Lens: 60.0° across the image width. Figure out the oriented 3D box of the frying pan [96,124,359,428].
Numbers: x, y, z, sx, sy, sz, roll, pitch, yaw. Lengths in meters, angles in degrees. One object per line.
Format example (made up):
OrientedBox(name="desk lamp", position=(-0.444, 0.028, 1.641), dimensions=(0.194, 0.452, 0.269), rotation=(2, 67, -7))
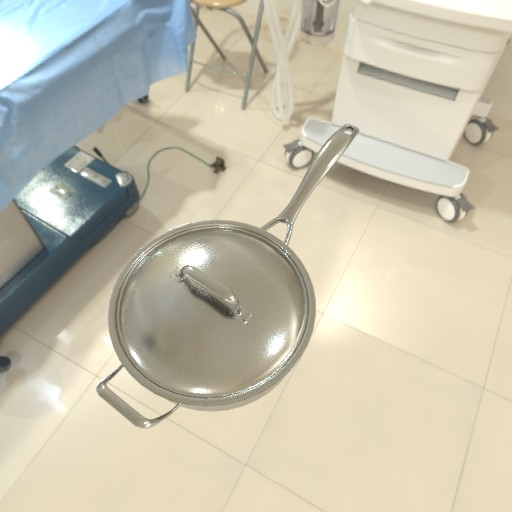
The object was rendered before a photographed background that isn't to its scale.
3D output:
OrientedBox(name="frying pan", position=(0.000, 0.000, 0.577), dimensions=(0.245, 0.111, 0.492), rotation=(31, 61, 19))
